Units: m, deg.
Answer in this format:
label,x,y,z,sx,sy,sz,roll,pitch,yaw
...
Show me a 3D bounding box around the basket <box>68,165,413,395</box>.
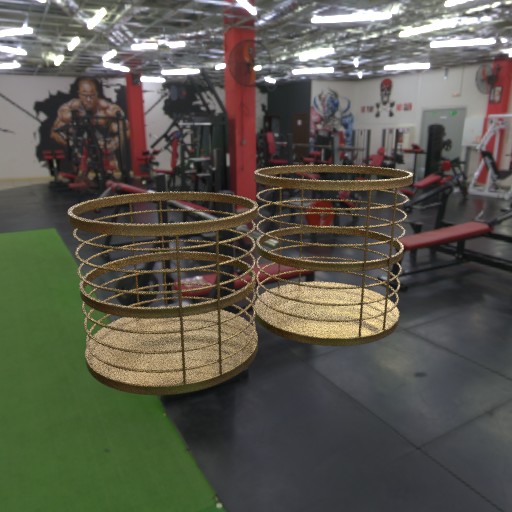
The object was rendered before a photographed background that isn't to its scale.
label,x,y,z,sx,sy,sz,roll,pitch,yaw
basket,0.000,0.000,0.981,0.746,0.351,0.356,-8,18,-26
